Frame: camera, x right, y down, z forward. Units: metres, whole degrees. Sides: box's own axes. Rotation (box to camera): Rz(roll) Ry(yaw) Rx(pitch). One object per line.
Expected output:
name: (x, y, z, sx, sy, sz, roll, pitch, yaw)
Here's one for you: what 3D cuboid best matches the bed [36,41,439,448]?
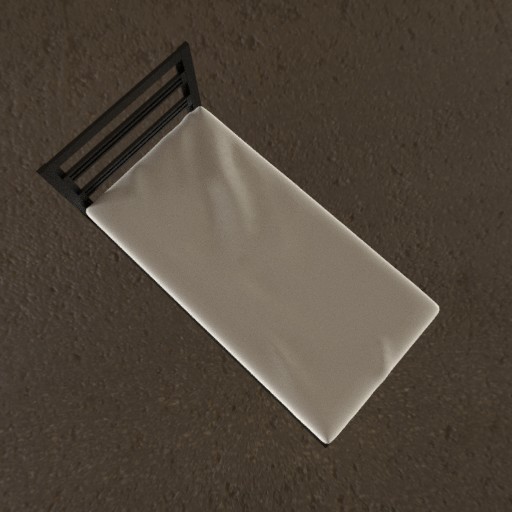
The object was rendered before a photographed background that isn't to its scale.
bed: (0.000, 0.000, 2.478, 1.930, 0.967, 0.991, 42, 79, 10)
